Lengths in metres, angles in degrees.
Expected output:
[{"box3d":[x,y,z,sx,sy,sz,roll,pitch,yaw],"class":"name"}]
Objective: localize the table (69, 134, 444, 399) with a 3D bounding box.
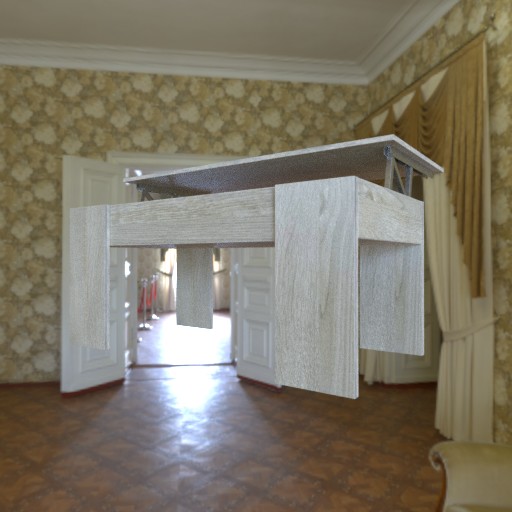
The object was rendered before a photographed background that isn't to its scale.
[{"box3d":[0.000,0.000,1.448,1.000,0.570,0.711,0,0,36],"class":"table"}]
